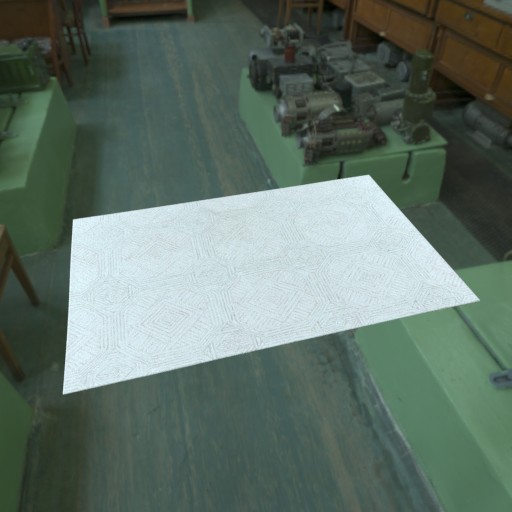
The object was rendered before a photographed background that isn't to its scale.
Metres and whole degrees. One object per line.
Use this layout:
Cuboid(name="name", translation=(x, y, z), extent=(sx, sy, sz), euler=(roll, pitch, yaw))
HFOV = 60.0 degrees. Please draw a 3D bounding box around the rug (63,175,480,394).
Cuboid(name="rug", translation=(0.000, 0.000, 3.031), extent=(2.440, 0.008, 1.524), euler=(-10, 43, -11))
